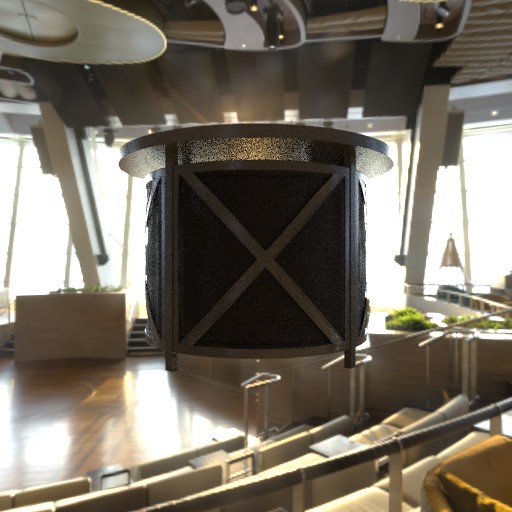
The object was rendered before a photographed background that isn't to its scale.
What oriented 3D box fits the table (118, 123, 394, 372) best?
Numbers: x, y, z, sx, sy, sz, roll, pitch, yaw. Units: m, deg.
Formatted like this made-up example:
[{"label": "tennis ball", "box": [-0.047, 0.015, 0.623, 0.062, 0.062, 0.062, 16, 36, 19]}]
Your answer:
[{"label": "table", "box": [0.000, 0.000, 1.538, 0.914, 0.650, 0.914, 0, 0, 0]}]
